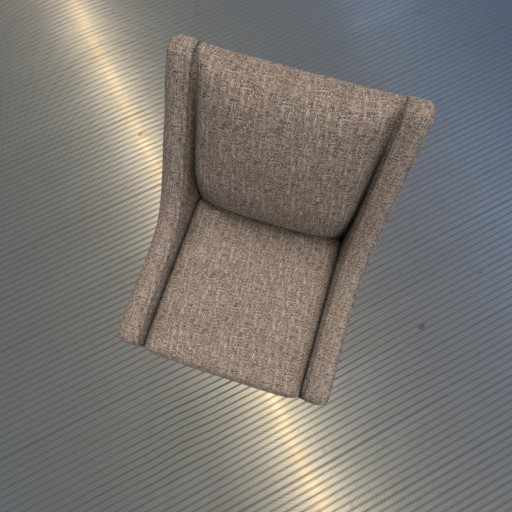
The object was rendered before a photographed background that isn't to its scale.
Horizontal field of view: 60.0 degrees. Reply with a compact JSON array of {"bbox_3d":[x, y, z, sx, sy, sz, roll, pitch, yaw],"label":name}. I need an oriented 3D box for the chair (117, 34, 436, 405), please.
[{"bbox_3d":[0.000,0.000,1.574,0.774,1.014,0.870,17,76,4],"label":"chair"}]
